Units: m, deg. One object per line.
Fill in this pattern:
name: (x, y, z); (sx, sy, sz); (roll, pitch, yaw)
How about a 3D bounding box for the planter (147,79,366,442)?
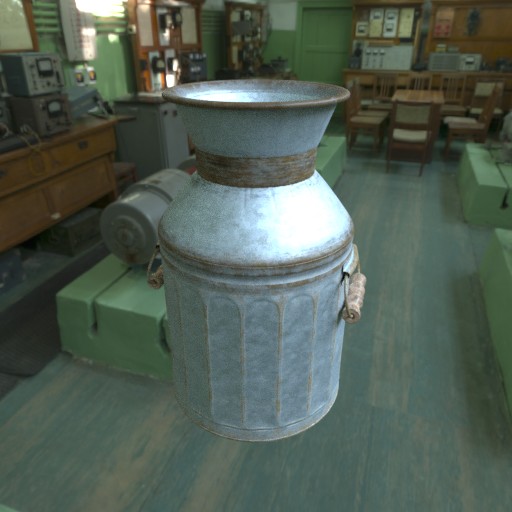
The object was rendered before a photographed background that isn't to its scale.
planter: (0.000, 0.000, 0.504); (0.248, 0.358, 0.215); (8, 28, 15)
